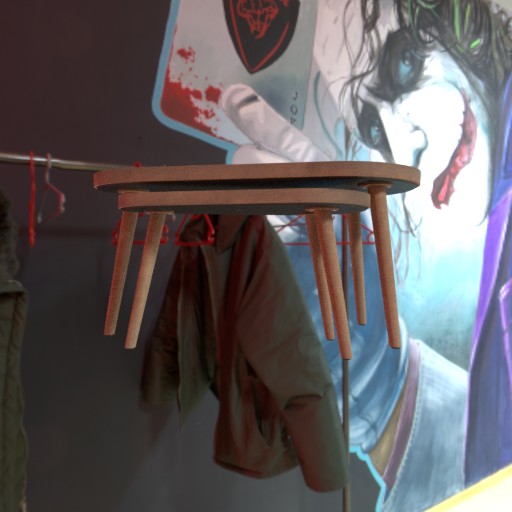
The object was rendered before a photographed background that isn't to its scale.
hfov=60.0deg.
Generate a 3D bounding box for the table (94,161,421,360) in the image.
[{"bbox_3d":[0.000,0.000,1.578,1.190,0.595,0.701,0,1,0],"label":"table"}]
